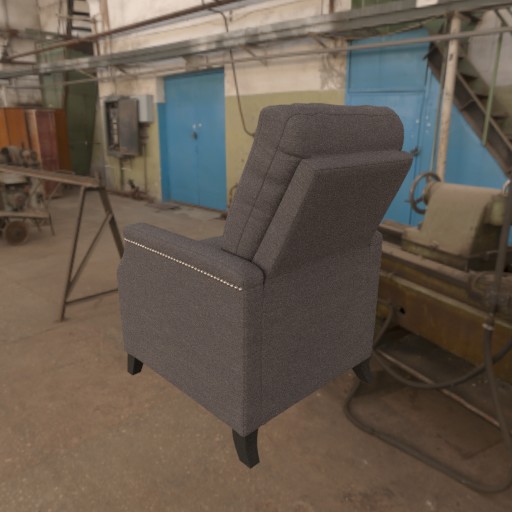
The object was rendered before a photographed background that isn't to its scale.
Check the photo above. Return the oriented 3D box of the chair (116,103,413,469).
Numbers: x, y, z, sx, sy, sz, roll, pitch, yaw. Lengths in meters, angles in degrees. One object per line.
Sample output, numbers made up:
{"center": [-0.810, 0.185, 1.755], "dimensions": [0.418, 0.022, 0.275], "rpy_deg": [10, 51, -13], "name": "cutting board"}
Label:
{"center": [0.000, 0.000, 1.635], "dimensions": [0.710, 1.049, 0.922], "rpy_deg": [-16, 23, -42], "name": "chair"}
